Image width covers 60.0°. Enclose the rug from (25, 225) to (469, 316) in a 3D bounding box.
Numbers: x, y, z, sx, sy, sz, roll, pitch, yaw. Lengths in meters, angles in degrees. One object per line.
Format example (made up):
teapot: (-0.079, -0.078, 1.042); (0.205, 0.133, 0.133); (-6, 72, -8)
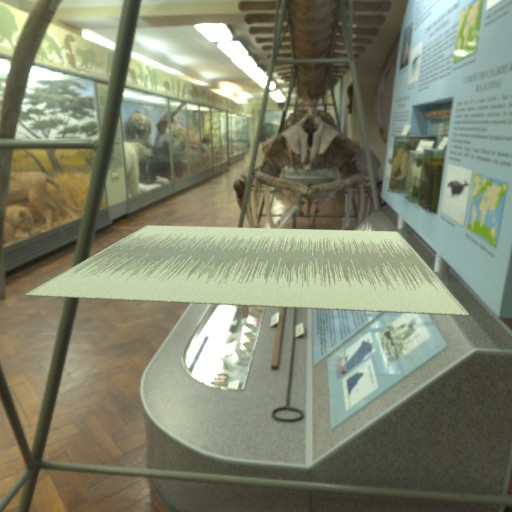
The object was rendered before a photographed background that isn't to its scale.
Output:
rug: (0.000, 0.000, 4.148); (3.037, 0.010, 2.453); (2, 16, 7)
